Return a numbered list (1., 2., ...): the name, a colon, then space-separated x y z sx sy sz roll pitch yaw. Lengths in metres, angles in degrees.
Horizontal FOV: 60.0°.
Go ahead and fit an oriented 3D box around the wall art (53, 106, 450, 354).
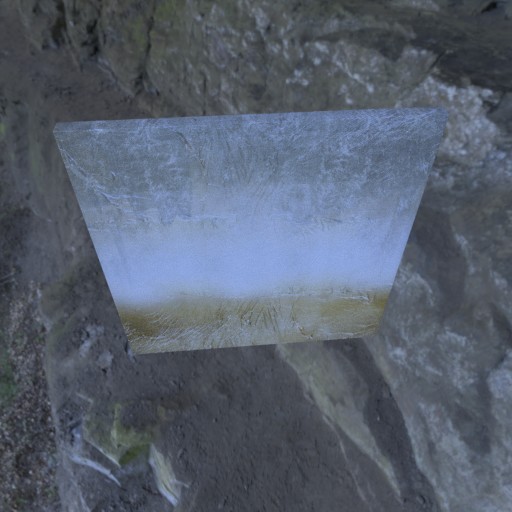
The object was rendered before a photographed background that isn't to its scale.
1. wall art: 0.000 0.000 1.622 1.092 1.091 0.051 -4 45 -4
